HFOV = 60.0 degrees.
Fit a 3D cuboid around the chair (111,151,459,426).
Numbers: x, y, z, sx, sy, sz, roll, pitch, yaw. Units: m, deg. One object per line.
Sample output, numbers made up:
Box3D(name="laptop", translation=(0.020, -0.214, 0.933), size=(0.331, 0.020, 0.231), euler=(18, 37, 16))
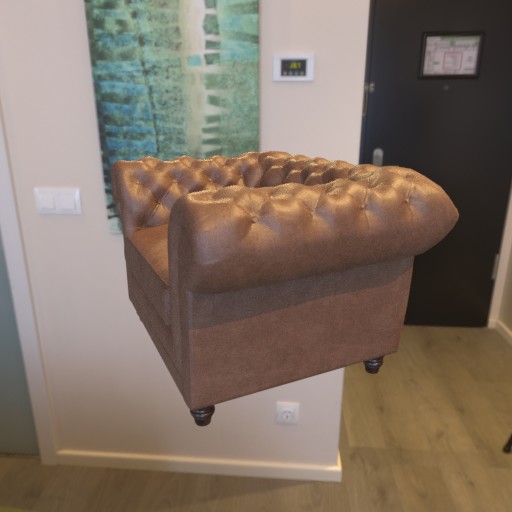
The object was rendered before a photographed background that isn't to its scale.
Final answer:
Box3D(name="chair", translation=(0.000, 0.000, 1.838), size=(0.954, 0.784, 1.298), euler=(-8, 19, -25))
